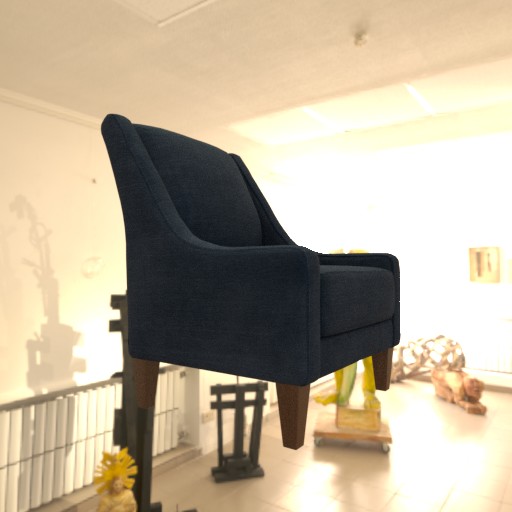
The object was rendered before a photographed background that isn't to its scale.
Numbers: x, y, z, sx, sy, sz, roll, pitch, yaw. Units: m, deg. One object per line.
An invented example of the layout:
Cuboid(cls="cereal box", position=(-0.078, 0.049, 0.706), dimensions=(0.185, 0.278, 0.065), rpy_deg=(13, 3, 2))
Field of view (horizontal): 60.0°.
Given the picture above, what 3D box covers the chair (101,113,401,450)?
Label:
Cuboid(cls="chair", position=(0.000, 0.000, 1.639), dimensions=(0.870, 1.014, 0.774), rpy_deg=(-1, -2, 35))
